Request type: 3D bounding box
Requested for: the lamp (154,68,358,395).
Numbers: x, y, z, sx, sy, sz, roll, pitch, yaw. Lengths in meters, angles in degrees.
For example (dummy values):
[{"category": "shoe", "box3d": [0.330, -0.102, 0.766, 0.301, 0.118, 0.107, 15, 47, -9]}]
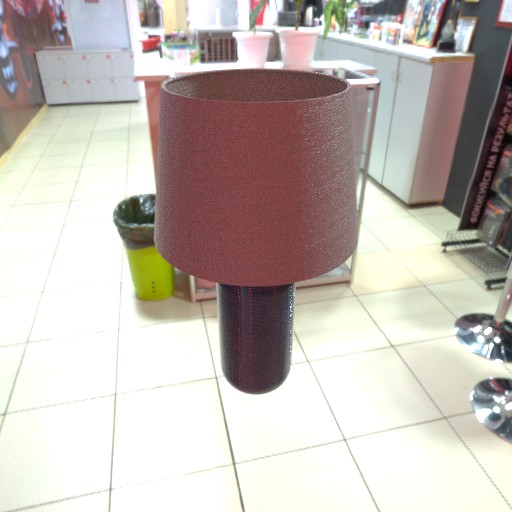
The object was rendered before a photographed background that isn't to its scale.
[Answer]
[{"category": "lamp", "box3d": [0.000, 0.000, 0.579, 0.253, 0.428, 0.253, 0, 31, 0]}]
